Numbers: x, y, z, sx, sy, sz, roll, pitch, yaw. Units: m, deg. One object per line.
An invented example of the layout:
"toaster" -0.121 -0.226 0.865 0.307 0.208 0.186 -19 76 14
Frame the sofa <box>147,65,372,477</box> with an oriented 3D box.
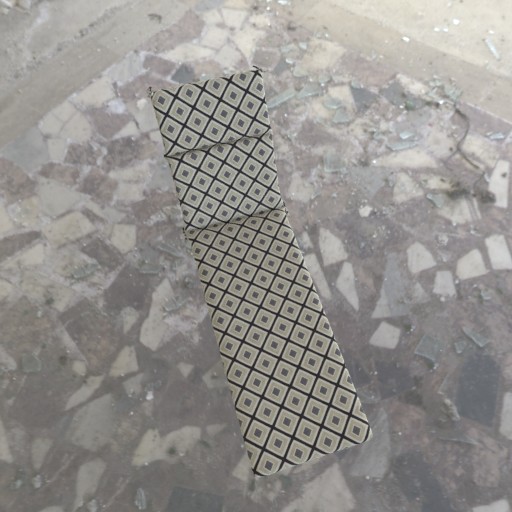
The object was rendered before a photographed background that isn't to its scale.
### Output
"sofa" 0.000 0.000 1.934 0.582 0.622 1.663 -15 64 -8
